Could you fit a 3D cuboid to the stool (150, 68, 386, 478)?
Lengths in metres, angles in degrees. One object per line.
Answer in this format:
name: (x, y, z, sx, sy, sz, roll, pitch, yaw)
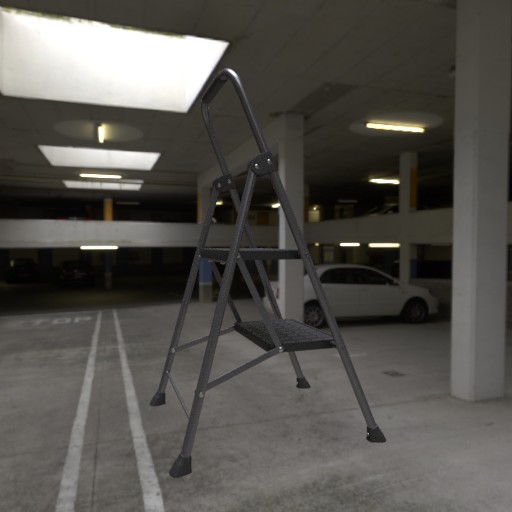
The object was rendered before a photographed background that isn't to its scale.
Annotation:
stool: (0.000, 0.000, 1.165, 0.514, 0.872, 0.450, -1, 2, -19)
